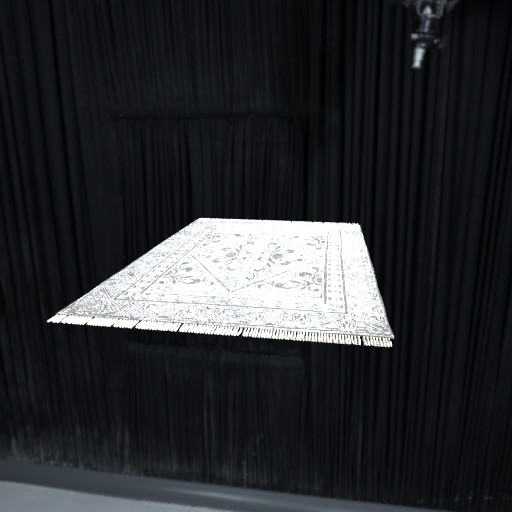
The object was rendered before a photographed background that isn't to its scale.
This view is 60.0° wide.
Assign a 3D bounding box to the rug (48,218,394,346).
[{"bbox_3d":[0.000,0.000,3.032,1.529,0.010,2.440,3,16,9],"label":"rug"}]
